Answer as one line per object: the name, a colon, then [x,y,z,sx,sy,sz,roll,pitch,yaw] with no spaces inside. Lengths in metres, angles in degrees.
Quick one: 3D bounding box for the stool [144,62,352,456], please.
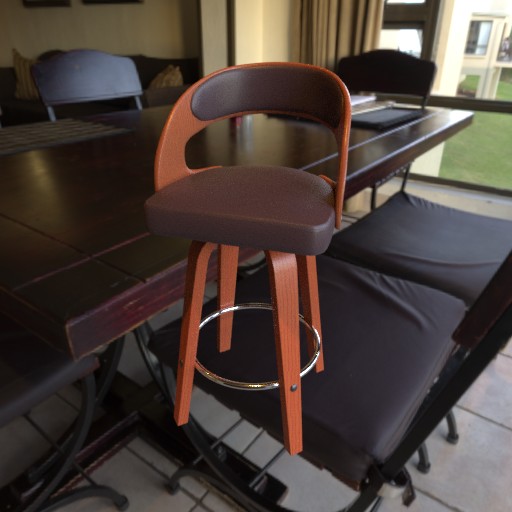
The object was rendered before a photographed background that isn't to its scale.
stool: [0.000,0.000,1.201,0.457,0.940,0.457,8,28,16]
